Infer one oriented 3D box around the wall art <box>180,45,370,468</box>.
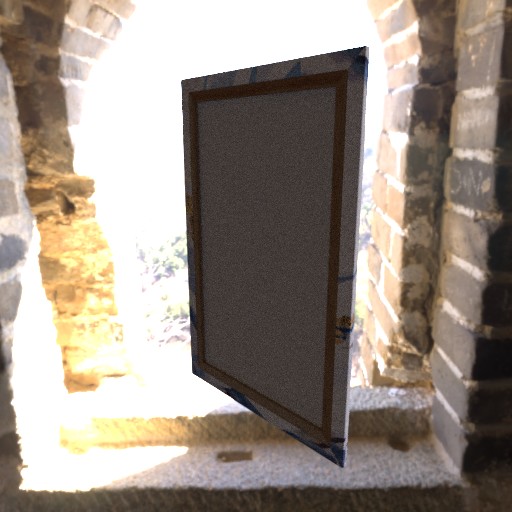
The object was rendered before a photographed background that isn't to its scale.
[{"bbox_3d":[0.000,0.000,1.145,0.016,0.914,0.610,-13,19,-41],"label":"wall art"}]
